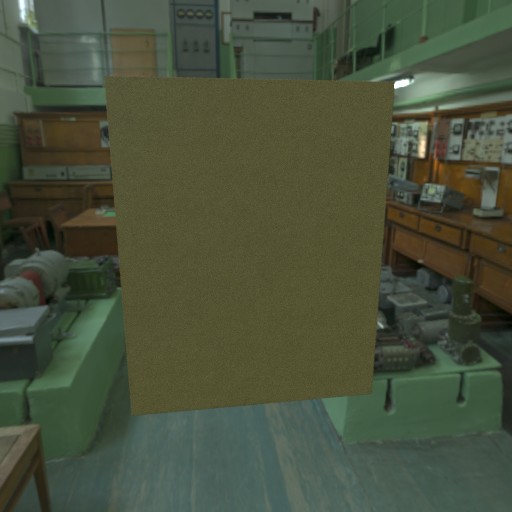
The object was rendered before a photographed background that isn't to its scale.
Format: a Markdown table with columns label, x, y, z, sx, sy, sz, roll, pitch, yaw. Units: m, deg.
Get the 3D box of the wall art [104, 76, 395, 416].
| label | x | y | z | sx | sy | sz | roll | pitch | yaw |
| --- | --- | --- | --- | --- | --- | --- | --- | --- | --- |
| wall art | 0.000 | 0.000 | 1.345 | 0.798 | 1.002 | 0.030 | -2 | 15 | -9 |
